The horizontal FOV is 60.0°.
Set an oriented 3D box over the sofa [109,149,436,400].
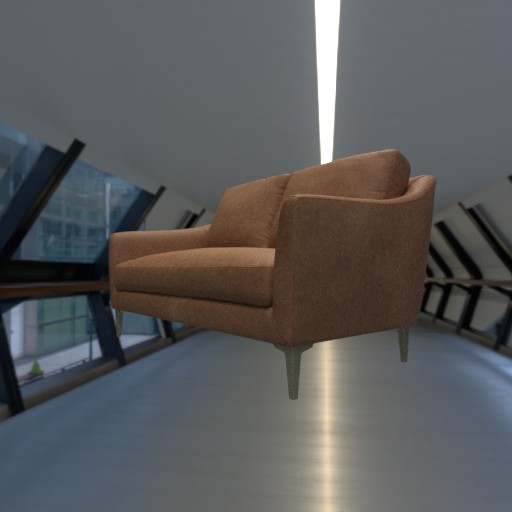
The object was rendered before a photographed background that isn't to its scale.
[{"bbox_3d":[0.000,0.000,2.193,0.960,0.902,1.619,1,-2,-37],"label":"sofa"}]
